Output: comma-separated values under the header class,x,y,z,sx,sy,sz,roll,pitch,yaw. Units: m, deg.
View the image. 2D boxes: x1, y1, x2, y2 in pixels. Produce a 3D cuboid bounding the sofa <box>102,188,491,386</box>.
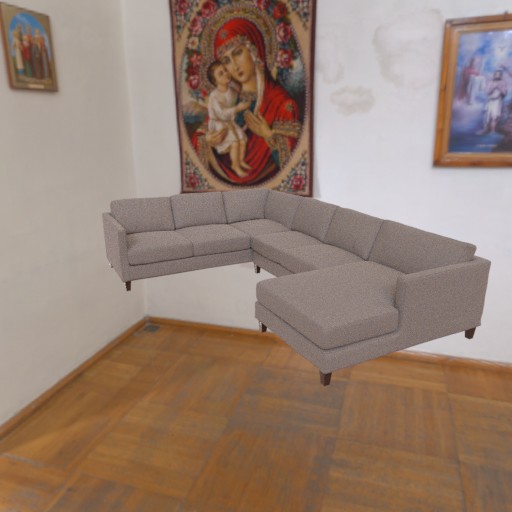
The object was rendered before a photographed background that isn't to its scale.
class,x,y,z,sx,sy,sz,roll,pitch,yaw
sofa,0.000,0.000,4.482,2.424,0.865,3.438,-9,19,-26
